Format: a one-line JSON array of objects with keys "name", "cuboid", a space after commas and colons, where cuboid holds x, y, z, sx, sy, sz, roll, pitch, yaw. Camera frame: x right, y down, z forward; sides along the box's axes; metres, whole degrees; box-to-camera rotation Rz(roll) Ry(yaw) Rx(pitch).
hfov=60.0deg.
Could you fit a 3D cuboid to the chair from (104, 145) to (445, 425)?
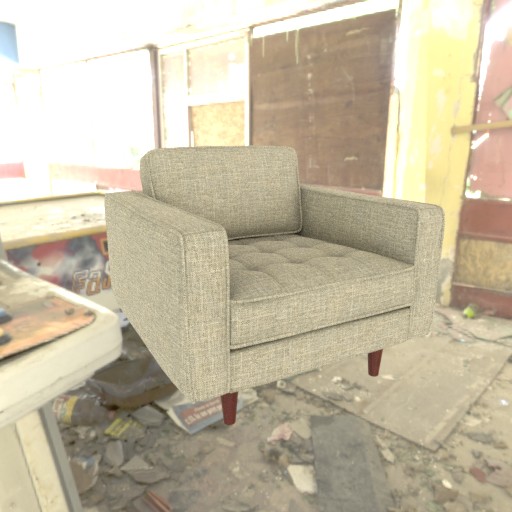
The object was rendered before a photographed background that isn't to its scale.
[{"name": "chair", "cuboid": [0.000, 0.000, 1.596, 0.889, 0.765, 0.914, -8, 17, -28]}]
